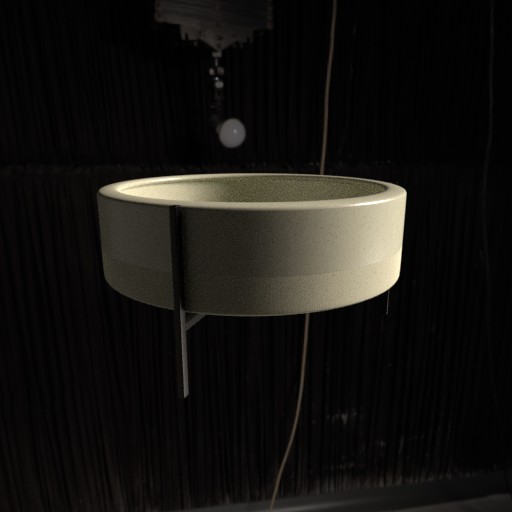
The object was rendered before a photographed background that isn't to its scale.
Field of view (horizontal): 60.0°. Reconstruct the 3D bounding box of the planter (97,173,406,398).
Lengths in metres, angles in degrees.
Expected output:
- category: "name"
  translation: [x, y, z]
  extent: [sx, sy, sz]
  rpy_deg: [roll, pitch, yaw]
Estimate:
- category: "planter"
  translation: [0.000, 0.000, 0.528]
  extent: [0.345, 0.171, 0.336]
  rpy_deg: [-3, 15, -9]
